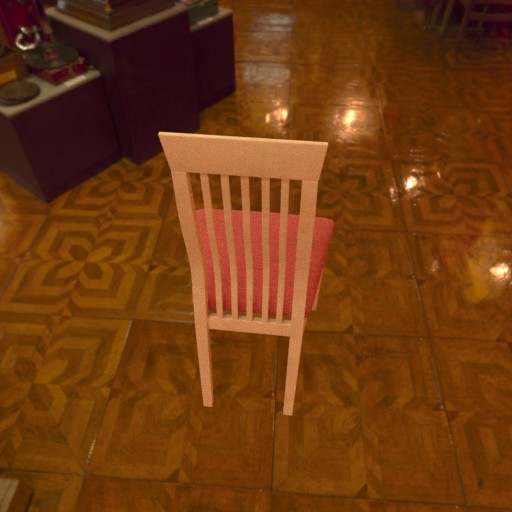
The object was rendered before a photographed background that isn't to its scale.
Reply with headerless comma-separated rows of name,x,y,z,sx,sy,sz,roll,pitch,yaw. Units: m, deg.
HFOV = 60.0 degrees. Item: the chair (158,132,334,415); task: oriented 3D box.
chair,0.000,0.000,1.260,0.460,1.027,0.474,5,48,4
